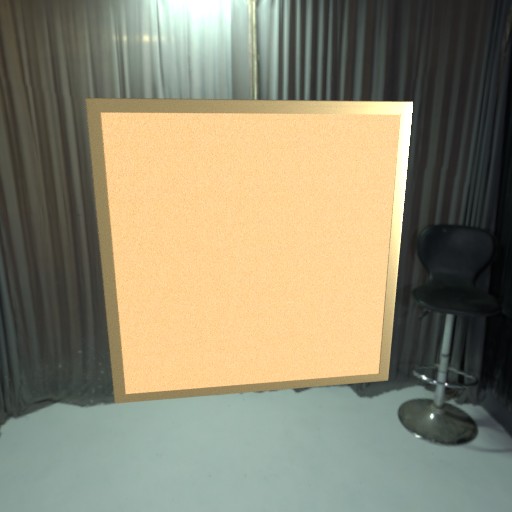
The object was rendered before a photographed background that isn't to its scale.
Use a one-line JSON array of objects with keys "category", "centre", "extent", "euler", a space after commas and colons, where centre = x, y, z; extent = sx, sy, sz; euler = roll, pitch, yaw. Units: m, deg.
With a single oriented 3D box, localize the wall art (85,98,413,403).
[{"category": "wall art", "centre": [0.000, 0.000, 0.460], "extent": [0.305, 0.305, 0.023], "euler": [-2, 16, -8]}]
